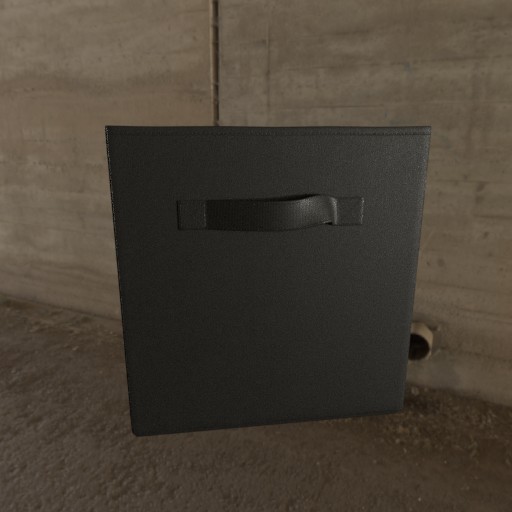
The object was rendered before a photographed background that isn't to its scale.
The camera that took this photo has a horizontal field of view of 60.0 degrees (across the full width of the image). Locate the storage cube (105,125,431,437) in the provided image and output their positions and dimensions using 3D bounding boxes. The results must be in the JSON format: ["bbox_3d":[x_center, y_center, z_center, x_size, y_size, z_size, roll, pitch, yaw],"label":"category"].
[{"bbox_3d":[0.000,0.000,0.501,0.270,0.280,0.270,-2,16,-8],"label":"storage cube"}]
